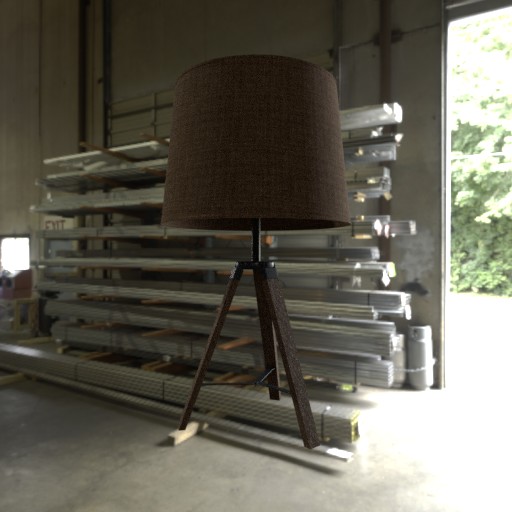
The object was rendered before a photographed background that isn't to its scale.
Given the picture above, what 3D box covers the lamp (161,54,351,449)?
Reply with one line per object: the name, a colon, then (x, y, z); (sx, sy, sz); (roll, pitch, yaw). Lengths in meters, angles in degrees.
lamp: (0.000, 0.000, 0.689); (0.290, 0.514, 0.290); (0, 0, 0)
